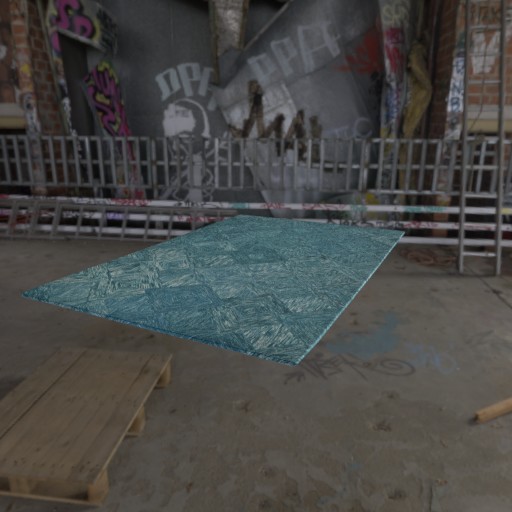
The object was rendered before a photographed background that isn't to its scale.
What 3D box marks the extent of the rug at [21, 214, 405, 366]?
[{"bbox_3d":[0.000,0.000,2.167,1.136,0.017,1.728,8,19,26],"label":"rug"}]
